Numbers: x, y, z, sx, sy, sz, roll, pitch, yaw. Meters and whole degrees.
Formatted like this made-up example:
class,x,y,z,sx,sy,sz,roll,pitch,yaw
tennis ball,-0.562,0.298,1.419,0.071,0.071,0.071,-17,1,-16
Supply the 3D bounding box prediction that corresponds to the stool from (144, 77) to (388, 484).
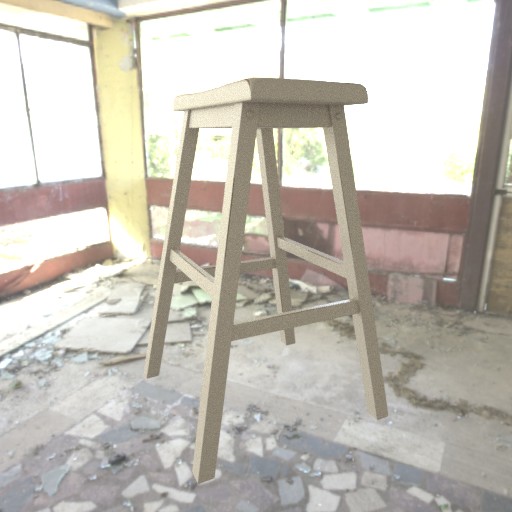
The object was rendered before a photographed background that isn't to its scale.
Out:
class,x,y,z,sx,sy,sz,roll,pitch,yaw
stool,0.000,0.000,1.050,0.476,0.737,0.457,-8,17,-25
